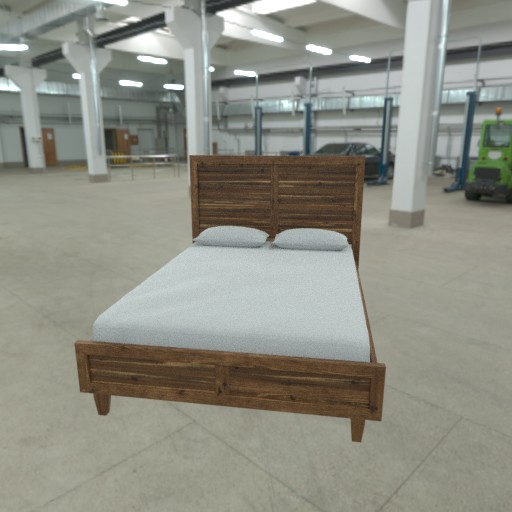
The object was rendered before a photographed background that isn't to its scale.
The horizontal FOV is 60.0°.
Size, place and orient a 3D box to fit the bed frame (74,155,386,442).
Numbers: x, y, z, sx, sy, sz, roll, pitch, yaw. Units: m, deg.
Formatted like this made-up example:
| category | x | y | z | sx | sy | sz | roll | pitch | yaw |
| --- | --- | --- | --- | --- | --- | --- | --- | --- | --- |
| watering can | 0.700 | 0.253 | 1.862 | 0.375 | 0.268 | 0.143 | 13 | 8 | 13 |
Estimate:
| category | x | y | z | sx | sy | sz | roll | pitch | yaw |
| --- | --- | --- | --- | --- | --- | --- | --- | --- | --- |
| bed frame | 0.000 | 0.000 | 3.380 | 1.696 | 1.417 | 2.276 | 2 | 15 | 9 |
